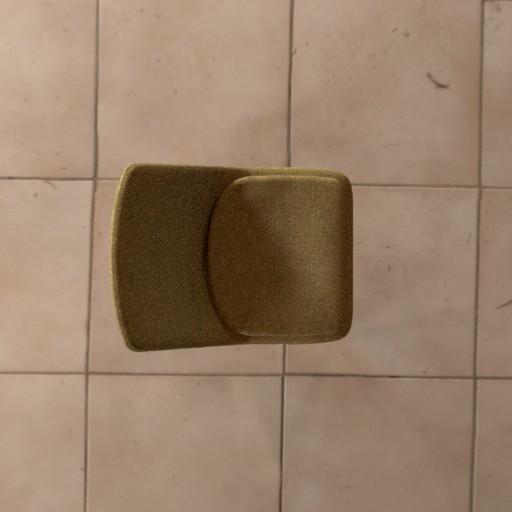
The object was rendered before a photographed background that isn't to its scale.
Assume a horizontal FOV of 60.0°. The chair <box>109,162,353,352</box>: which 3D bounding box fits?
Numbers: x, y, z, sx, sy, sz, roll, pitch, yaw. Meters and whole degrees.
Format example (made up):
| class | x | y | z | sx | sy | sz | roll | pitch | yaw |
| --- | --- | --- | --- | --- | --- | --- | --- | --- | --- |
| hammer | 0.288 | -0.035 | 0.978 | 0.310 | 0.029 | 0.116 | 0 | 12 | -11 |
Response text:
| class | x | y | z | sx | sy | sz | roll | pitch | yaw |
| --- | --- | --- | --- | --- | --- | --- | --- | --- | --- |
| chair | 0.000 | 0.000 | 1.134 | 0.496 | 0.849 | 0.479 | 0 | 90 | -1 |
